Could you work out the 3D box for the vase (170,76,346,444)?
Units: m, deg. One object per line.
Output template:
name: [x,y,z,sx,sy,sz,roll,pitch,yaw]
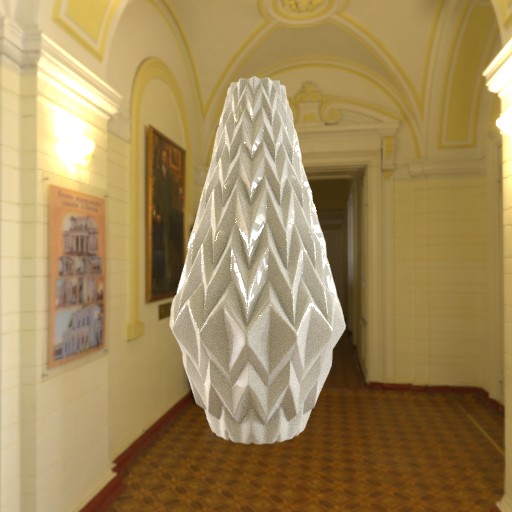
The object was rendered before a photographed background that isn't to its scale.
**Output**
vase: [0.000,0.000,0.430,0.167,0.328,0.167,0,-1,0]
